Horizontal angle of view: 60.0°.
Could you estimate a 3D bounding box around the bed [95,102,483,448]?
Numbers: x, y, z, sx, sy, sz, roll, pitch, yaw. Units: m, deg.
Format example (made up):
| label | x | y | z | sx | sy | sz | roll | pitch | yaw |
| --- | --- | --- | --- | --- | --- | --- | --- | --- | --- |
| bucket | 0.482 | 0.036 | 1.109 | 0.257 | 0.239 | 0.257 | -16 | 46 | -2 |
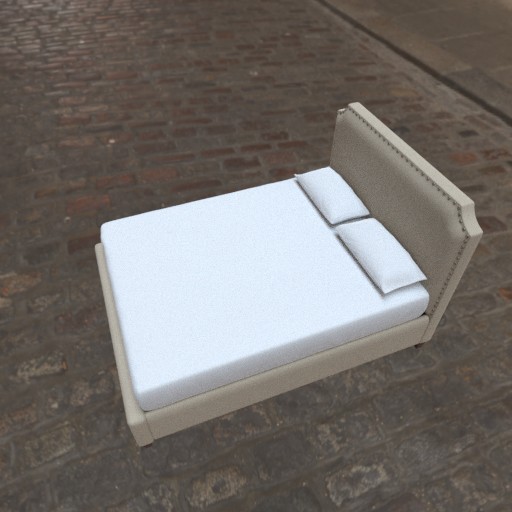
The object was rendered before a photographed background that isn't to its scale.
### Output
| label | x | y | z | sx | sy | sz | roll | pitch | yaw |
| --- | --- | --- | --- | --- | --- | --- | --- | --- | --- |
| bed | 0.000 | 0.000 | 3.370 | 2.329 | 1.415 | 1.703 | -15 | 48 | -15 |
